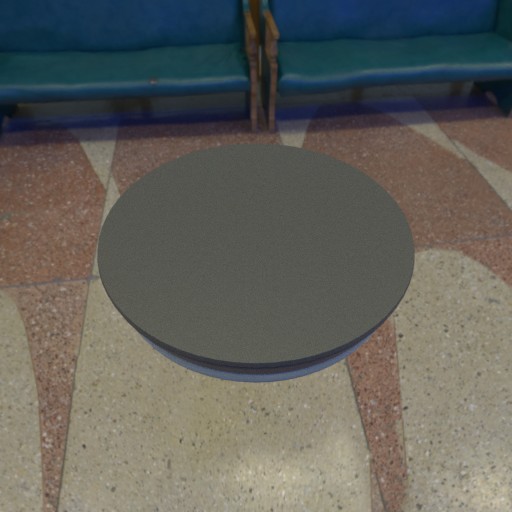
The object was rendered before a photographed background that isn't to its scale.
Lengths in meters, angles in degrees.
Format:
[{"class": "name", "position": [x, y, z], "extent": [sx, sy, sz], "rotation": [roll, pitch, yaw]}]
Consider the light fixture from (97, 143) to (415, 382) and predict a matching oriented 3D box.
[{"class": "light fixture", "position": [0.000, 0.000, 0.562], "extent": [0.368, 0.100, 0.368], "rotation": [0, 46, 0]}]
